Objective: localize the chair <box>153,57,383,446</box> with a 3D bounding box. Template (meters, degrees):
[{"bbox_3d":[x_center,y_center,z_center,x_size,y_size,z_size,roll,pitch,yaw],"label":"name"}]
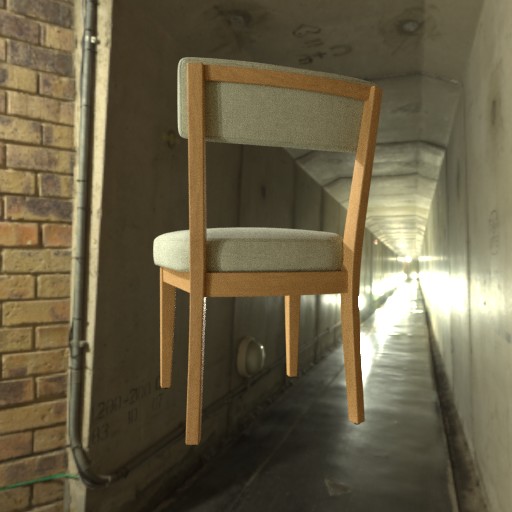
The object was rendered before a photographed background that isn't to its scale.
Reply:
[{"bbox_3d":[0.000,0.000,1.209,0.508,0.832,0.572,0,0,-18],"label":"chair"}]
